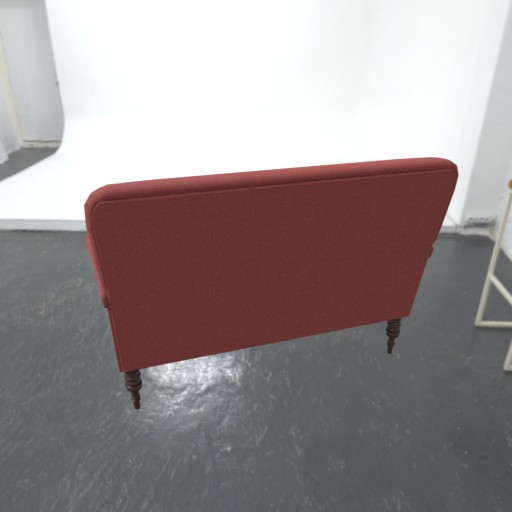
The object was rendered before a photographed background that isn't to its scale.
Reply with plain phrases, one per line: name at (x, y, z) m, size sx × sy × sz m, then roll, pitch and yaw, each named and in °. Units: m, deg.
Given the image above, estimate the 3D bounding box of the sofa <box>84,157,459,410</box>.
sofa at (0.000, 0.000, 1.813) m, size 1.297 × 0.889 × 0.779 m, roll -8°, pitch 27°, yaw -16°
